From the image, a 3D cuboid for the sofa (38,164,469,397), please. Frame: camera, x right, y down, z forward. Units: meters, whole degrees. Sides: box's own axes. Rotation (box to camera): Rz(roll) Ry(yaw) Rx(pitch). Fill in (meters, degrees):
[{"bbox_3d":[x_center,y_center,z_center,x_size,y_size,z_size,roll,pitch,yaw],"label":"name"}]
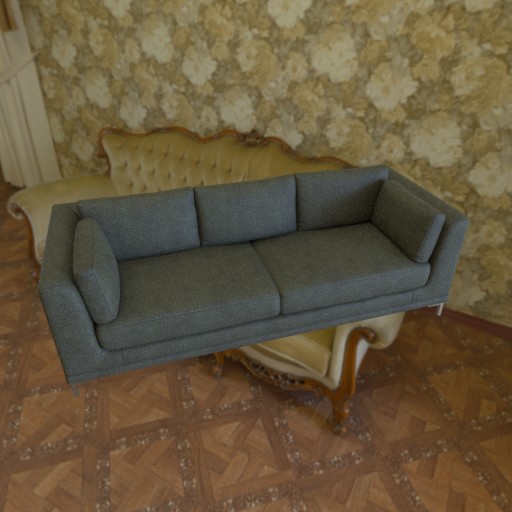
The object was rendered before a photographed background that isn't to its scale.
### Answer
[{"bbox_3d":[0.000,0.000,2.891,2.415,0.867,0.969,-9,33,-15],"label":"sofa"}]
